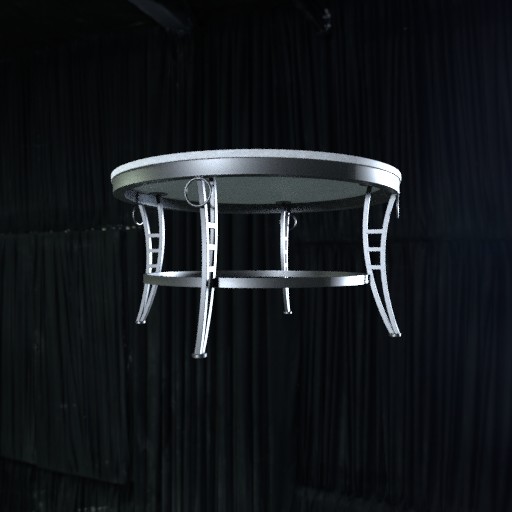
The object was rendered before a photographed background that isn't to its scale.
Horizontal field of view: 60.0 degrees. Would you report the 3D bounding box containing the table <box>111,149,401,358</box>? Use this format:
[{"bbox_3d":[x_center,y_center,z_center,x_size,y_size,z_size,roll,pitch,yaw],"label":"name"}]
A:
[{"bbox_3d":[0.000,0.000,1.429,0.889,0.470,0.889,0,0,0],"label":"table"}]
